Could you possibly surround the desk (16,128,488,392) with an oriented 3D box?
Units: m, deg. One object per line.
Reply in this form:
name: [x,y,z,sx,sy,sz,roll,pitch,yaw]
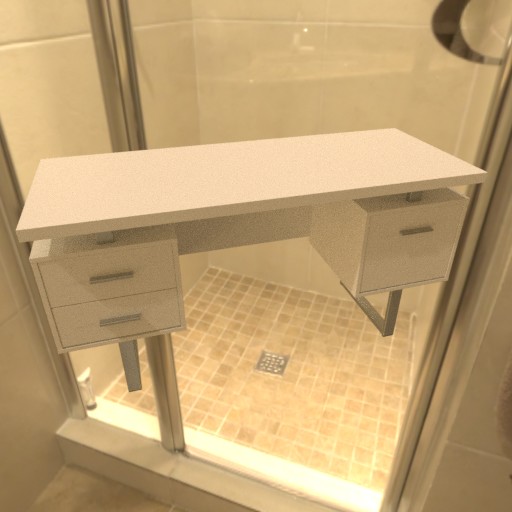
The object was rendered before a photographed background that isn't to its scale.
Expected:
desk: [0.000,0.000,1.821,1.530,0.773,0.603,-9,32,-14]
